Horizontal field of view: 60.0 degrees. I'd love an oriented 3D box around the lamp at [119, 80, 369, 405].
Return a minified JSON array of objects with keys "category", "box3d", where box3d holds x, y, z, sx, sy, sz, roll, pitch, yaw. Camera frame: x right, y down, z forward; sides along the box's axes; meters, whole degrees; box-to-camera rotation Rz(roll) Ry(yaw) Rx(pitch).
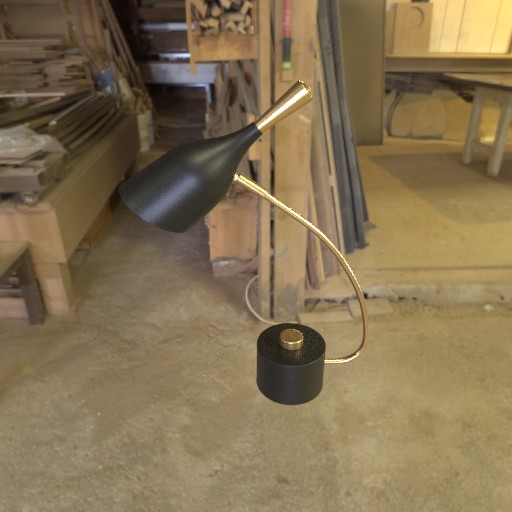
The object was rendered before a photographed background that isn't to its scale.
[{"category":"lamp","box3d":[0.000,0.000,0.626,0.352,0.464,0.110,0,27,-1]}]
